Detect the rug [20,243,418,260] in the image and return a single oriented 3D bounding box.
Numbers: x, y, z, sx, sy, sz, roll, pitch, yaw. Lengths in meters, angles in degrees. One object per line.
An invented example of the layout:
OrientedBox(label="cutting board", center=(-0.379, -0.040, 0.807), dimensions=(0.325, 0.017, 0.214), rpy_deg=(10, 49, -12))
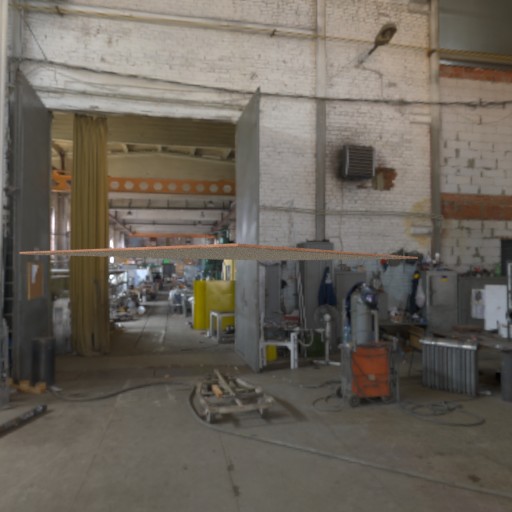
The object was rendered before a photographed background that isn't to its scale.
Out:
OrientedBox(label="rug", center=(0.000, 0.000, 3.034), dimensions=(1.524, 0.014, 2.438), rpy_deg=(-1, -2, 35))
